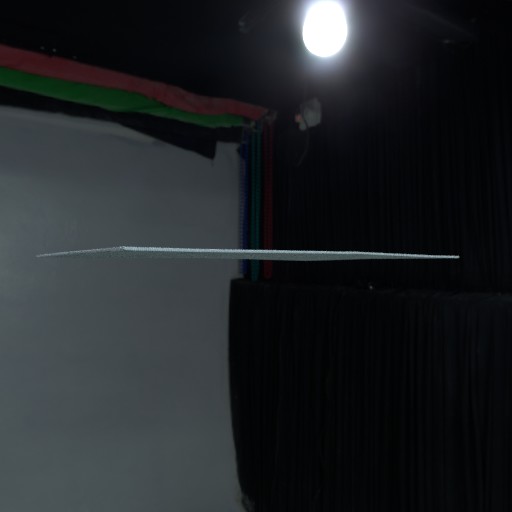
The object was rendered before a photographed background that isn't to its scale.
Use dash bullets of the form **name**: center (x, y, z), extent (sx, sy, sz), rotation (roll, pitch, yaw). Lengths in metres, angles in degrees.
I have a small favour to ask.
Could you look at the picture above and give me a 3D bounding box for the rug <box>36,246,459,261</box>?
- **rug**: center (0.000, 0.000, 2.284), extent (1.853, 0.022, 1.174), rotation (1, -2, -37)
